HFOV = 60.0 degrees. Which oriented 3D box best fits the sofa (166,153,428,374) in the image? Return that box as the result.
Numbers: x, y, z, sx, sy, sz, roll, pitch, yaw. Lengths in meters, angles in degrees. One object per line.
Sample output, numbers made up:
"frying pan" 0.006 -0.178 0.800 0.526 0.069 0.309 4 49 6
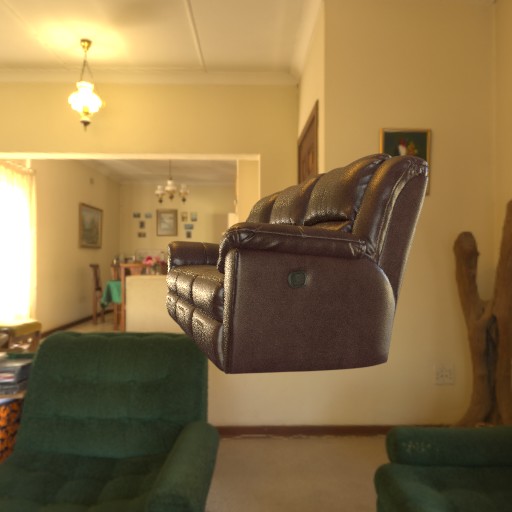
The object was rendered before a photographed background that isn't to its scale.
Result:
"sofa" 0.000 0.000 2.918 0.991 1.043 2.337 0 0 -17
